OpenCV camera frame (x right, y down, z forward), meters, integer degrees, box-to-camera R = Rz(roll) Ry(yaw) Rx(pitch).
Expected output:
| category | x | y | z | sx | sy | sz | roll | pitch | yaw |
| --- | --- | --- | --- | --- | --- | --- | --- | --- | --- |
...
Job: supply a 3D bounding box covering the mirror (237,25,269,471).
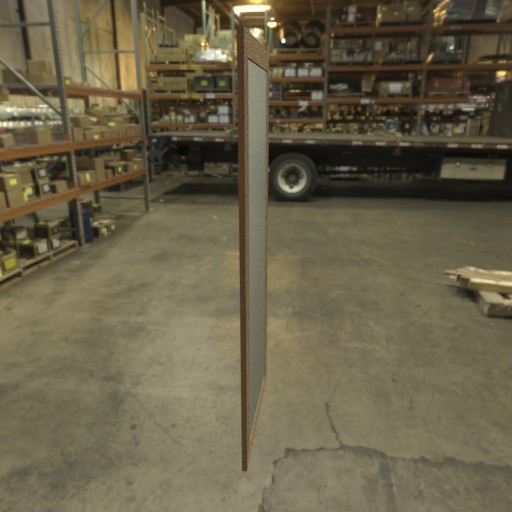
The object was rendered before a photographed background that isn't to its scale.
| category | x | y | z | sx | sy | sz | roll | pitch | yaw |
| --- | --- | --- | --- | --- | --- | --- | --- | --- | --- |
| mirror | 0.000 | 0.000 | 2.313 | 0.026 | 2.031 | 0.812 | 3 | 18 | 8 |
